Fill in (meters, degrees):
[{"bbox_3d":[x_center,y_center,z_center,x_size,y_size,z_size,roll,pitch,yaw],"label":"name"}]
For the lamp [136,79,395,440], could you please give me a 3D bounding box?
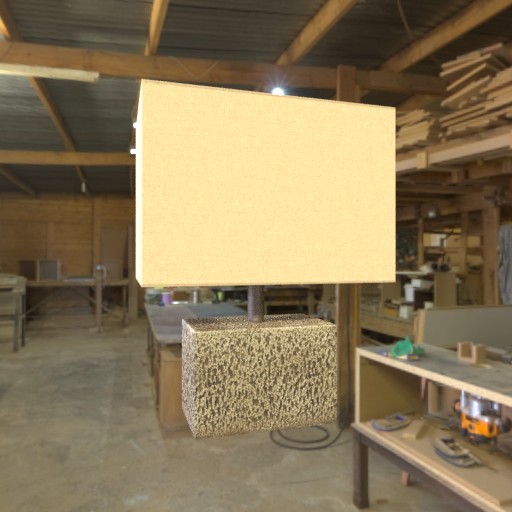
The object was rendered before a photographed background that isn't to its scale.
[{"bbox_3d":[0.000,0.000,0.572,0.294,0.411,0.180,0,0,-17],"label":"lamp"}]
